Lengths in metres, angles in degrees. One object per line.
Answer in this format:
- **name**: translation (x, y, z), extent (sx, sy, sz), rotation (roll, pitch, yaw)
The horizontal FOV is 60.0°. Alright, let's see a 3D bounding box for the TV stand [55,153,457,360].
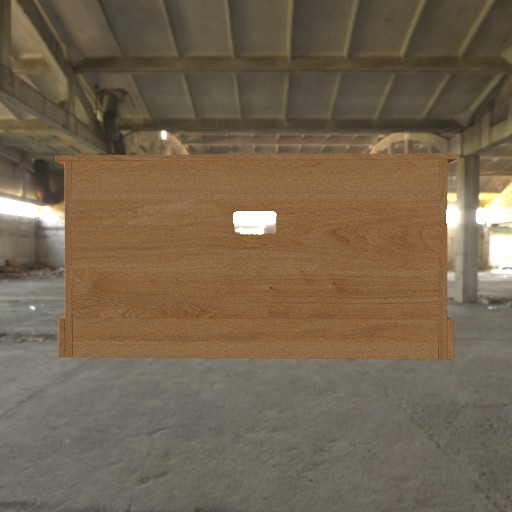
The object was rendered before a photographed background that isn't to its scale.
- **TV stand**: translation (0.000, 0.000, 1.412), extent (1.080, 0.550, 0.440), rotation (0, 0, 1)
